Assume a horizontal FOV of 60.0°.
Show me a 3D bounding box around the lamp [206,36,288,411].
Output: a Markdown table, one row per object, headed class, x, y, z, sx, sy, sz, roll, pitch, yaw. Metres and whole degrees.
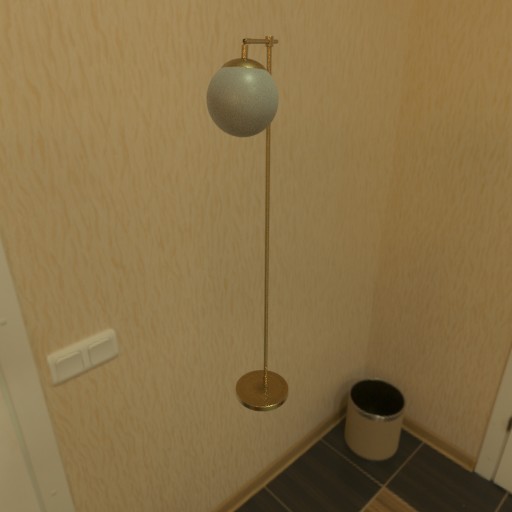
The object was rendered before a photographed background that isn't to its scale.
| class | x | y | z | sx | sy | sz | roll | pitch | yaw |
| --- | --- | --- | --- | --- | --- | --- | --- | --- | --- |
| lamp | 0.000 | 0.000 | 1.690 | 0.249 | 1.505 | 0.476 | 8 | 27 | 16 |
